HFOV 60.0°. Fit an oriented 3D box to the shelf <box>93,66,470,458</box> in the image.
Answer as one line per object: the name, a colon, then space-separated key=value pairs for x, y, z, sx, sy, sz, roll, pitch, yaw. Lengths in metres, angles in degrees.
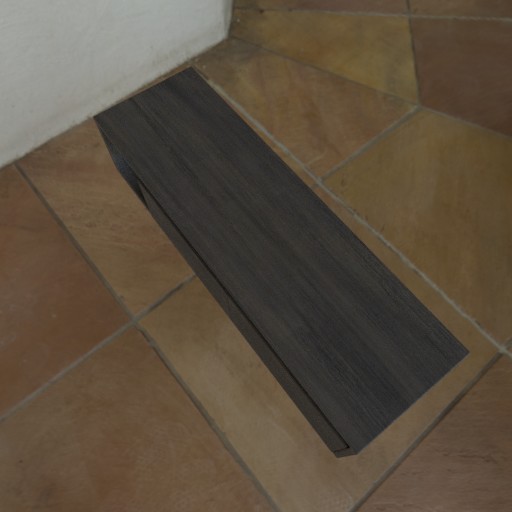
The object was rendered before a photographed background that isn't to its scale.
shelf: x=0.000 y=0.000 z=1.532 sx=0.400 sy=0.495 sz=1.300 roll=-34 pitch=69 yaw=-15
